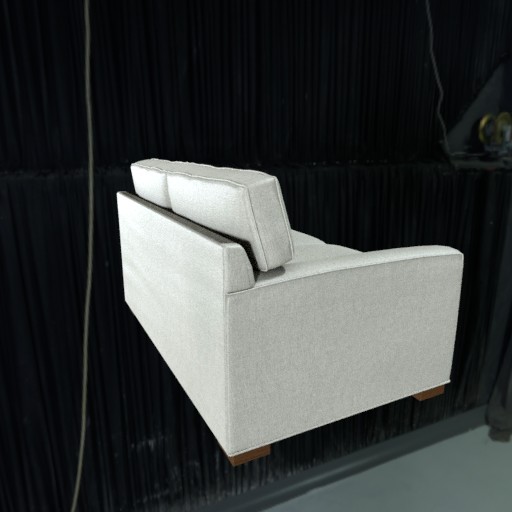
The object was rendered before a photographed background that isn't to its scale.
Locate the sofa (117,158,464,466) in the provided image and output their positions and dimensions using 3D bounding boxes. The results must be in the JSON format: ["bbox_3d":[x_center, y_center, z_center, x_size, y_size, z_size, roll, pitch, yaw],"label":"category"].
[{"bbox_3d":[0.000,0.000,2.032,0.940,0.853,1.484,-7,16,-26],"label":"sofa"}]
